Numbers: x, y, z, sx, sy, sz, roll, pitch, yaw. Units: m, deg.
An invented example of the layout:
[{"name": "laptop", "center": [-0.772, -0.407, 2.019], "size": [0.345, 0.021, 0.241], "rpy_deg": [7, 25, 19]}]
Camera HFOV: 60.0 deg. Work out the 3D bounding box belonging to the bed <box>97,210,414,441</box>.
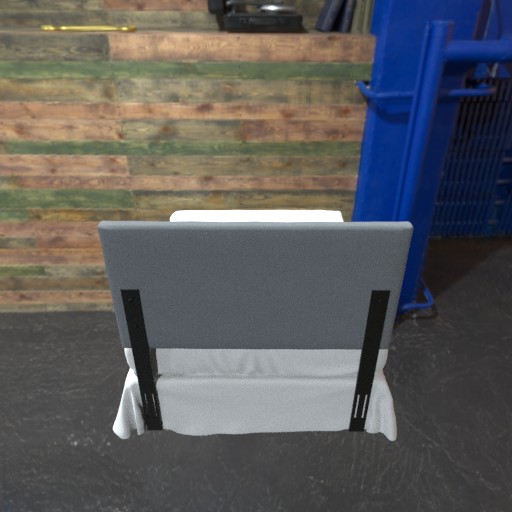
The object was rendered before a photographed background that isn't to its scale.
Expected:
[{"name": "bed", "center": [0.000, 0.000, 3.529], "size": [1.936, 1.577, 2.222], "rpy_deg": [0, 31, 0]}]
